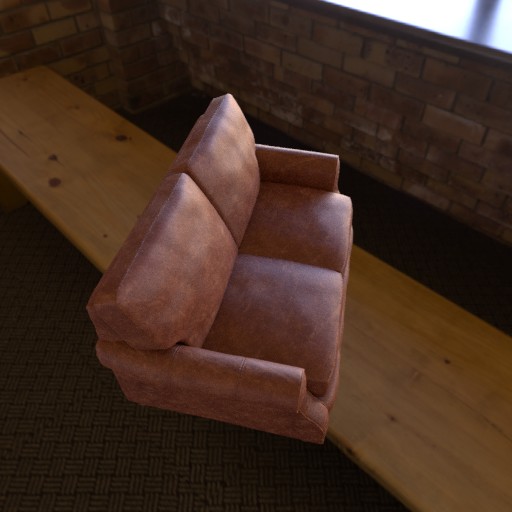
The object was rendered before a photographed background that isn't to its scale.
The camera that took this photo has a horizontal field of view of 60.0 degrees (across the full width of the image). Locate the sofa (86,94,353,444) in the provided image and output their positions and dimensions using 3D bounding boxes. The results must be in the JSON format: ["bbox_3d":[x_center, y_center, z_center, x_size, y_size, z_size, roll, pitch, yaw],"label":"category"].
[{"bbox_3d":[0.000,0.000,2.250,0.990,0.967,1.616,9,47,9],"label":"sofa"}]
